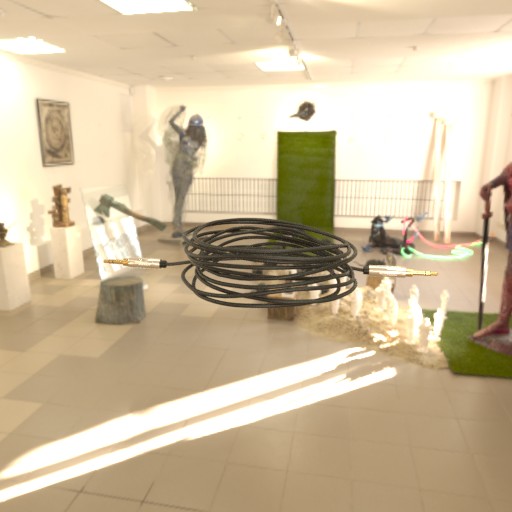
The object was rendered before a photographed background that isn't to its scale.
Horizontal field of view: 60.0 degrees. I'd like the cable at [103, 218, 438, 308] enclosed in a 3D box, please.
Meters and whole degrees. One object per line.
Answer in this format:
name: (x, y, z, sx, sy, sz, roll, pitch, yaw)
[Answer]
cable: (0.000, 0.000, 0.520, 0.432, 0.069, 0.198, 3, 14, 10)
